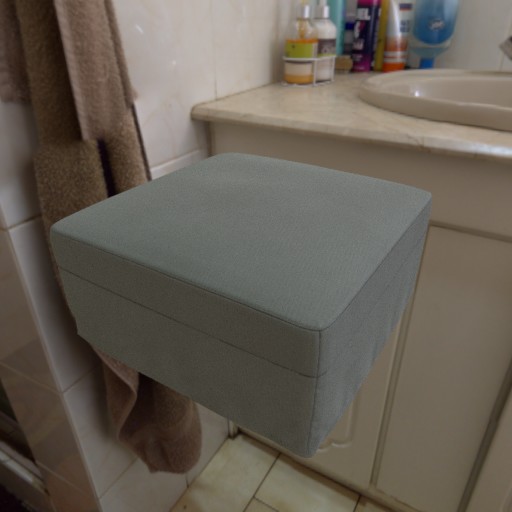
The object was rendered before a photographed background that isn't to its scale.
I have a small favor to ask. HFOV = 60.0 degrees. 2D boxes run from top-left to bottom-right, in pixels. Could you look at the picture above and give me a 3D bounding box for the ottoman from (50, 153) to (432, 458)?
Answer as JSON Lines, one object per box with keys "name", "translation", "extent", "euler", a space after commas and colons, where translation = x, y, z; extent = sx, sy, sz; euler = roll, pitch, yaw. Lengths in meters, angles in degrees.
{"name": "ottoman", "translation": [0.000, 0.000, 1.375], "extent": [0.842, 0.441, 0.843], "euler": [18, 34, 28]}
